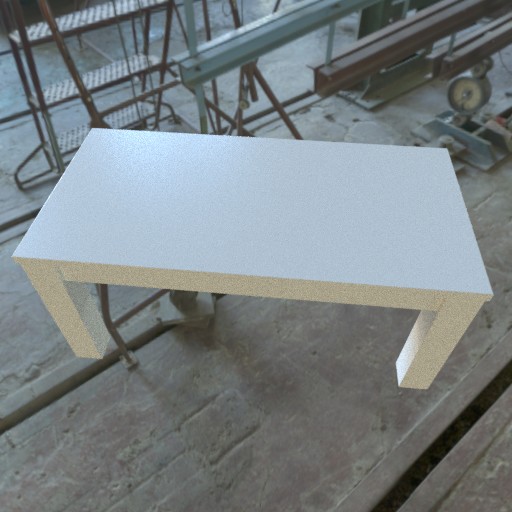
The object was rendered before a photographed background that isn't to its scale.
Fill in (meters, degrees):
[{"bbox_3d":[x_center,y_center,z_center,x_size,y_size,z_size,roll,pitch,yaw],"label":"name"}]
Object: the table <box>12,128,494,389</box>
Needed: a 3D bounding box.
[{"bbox_3d":[0.000,0.000,2.236,1.800,0.790,0.900,4,48,4],"label":"table"}]
